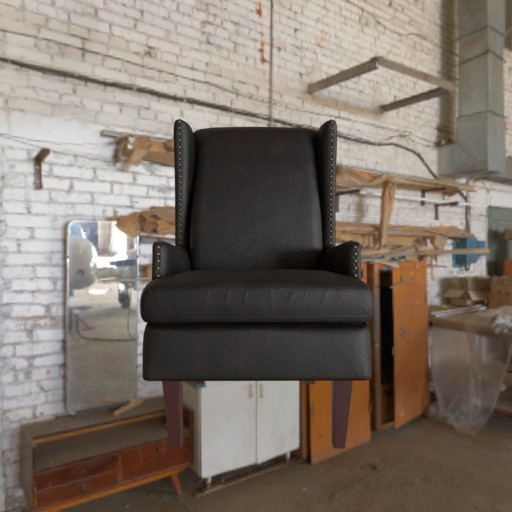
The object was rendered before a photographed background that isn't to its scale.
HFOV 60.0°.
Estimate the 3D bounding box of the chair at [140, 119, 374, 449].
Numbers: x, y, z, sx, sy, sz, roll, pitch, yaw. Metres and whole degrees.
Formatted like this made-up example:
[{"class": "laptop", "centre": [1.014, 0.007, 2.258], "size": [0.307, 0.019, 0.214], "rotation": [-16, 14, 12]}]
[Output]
[{"class": "chair", "centre": [0.000, 0.000, 1.665], "size": [0.703, 1.142, 0.799], "rotation": [0, 1, -1]}]
